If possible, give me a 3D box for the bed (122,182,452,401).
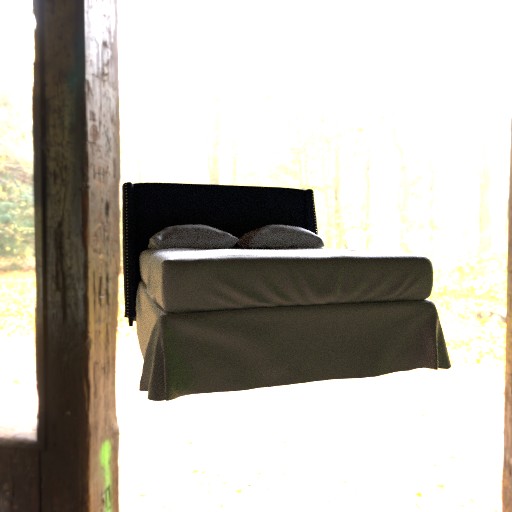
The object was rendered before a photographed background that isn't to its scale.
[{"bbox_3d":[0.000,0.000,3.398,1.925,1.332,2.276,-1,2,-18],"label":"bed"}]
